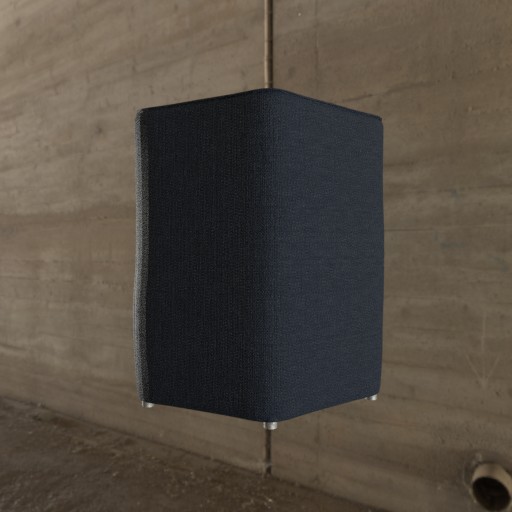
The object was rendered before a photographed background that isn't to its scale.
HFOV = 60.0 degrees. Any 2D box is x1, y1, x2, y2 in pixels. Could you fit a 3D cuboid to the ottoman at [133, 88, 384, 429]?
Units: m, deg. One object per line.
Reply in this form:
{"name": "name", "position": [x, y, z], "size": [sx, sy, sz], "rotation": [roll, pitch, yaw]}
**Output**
{"name": "ottoman", "position": [0.000, 0.000, 0.879], "size": [0.454, 0.505, 0.492], "rotation": [0, 0, -2]}
